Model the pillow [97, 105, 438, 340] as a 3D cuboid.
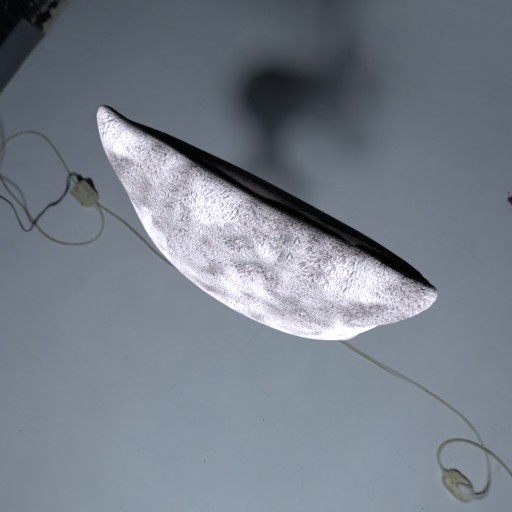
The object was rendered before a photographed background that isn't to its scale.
[{"bbox_3d":[0.000,0.000,0.808,0.522,0.520,0.204,29,77,7],"label":"pillow"}]
